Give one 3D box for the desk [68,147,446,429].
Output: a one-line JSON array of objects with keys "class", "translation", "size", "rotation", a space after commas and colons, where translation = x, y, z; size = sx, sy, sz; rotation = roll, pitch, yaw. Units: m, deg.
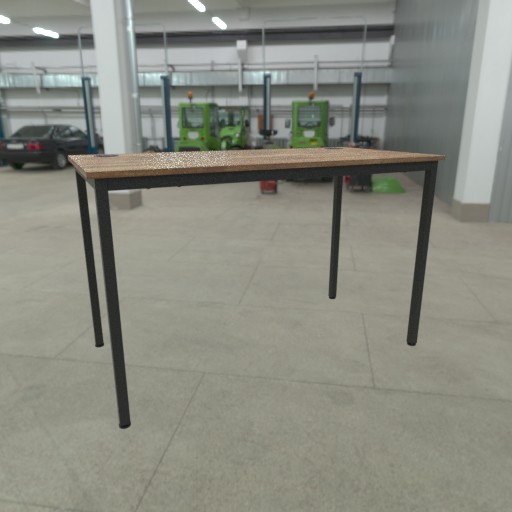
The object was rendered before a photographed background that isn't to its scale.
[{"class": "desk", "translation": [0.000, 0.000, 1.680], "size": [1.200, 0.749, 0.600], "rotation": [-8, 19, -25]}]
